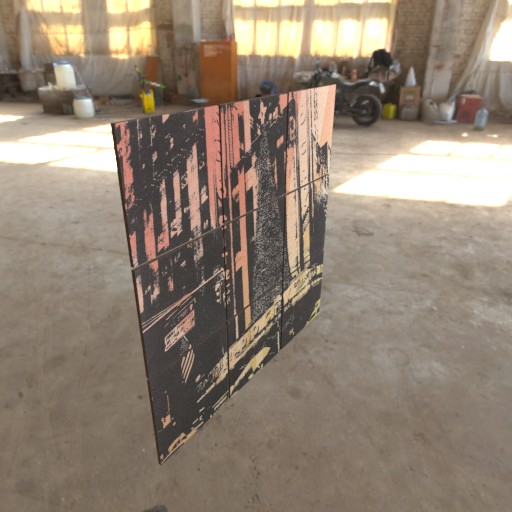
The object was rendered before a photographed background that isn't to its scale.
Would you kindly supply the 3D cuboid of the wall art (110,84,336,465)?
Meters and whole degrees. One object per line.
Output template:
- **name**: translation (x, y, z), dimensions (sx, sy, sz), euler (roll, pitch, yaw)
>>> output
- **wall art**: translation (0.000, 0.000, 1.800), dimensions (0.013, 1.216, 1.216), euler (18, 31, 31)
